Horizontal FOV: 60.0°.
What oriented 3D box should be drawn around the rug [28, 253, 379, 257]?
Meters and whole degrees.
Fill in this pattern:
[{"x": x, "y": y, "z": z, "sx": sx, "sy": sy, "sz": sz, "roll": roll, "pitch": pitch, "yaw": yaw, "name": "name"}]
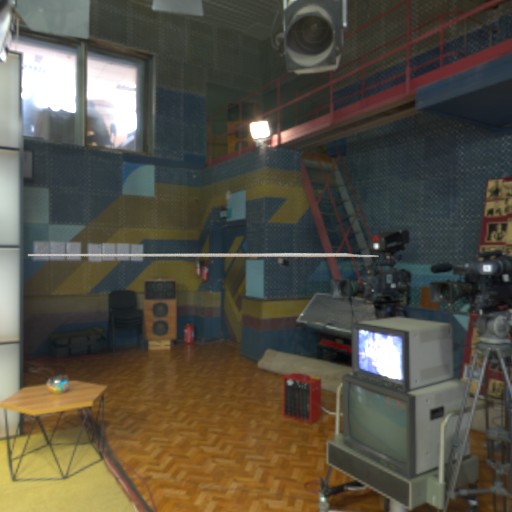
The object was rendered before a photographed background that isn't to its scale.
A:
[{"x": 0.000, "y": 0.000, "z": 3.066, "sx": 1.527, "sy": 0.016, "sz": 2.442, "roll": 0, "pitch": 0, "yaw": 18, "name": "rug"}]
